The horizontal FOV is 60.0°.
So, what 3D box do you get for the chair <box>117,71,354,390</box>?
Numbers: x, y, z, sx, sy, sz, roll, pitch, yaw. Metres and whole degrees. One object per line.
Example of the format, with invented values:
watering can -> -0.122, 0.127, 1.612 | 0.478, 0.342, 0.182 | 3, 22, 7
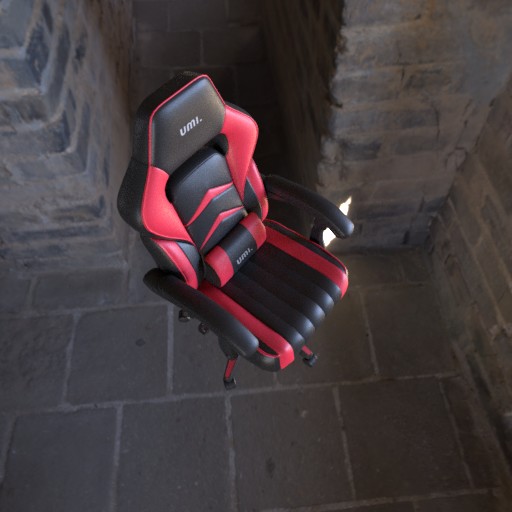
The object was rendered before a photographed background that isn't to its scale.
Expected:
chair -> 0.000, 0.000, 1.667 | 0.700, 1.220, 0.700 | 34, 64, 19
